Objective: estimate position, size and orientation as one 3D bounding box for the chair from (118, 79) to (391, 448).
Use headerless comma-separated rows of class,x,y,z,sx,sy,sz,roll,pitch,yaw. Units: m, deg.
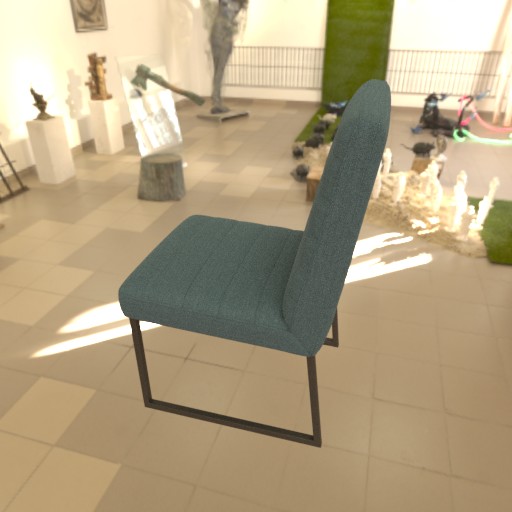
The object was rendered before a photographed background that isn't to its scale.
chair,0.000,0.000,1.288,0.634,0.930,0.520,8,30,13
